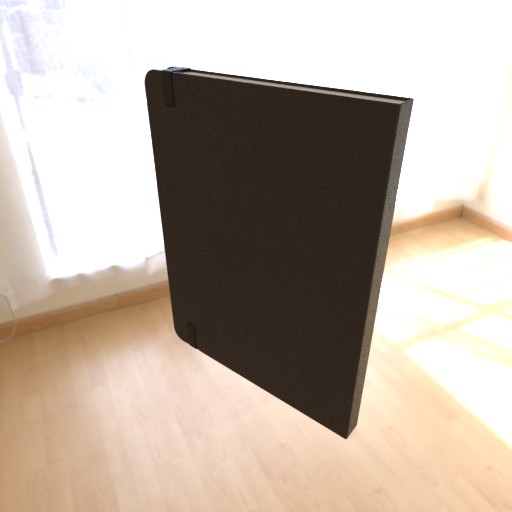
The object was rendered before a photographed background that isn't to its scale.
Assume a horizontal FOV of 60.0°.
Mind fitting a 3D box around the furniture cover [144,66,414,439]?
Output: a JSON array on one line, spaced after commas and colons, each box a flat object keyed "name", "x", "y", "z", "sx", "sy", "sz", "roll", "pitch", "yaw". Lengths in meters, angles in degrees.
[{"name": "furniture cover", "x": 0.000, "y": 0.000, "z": 0.376, "sx": 0.216, "sy": 0.281, "sz": 0.023, "roll": 22, "pitch": 37, "yaw": 32}]
